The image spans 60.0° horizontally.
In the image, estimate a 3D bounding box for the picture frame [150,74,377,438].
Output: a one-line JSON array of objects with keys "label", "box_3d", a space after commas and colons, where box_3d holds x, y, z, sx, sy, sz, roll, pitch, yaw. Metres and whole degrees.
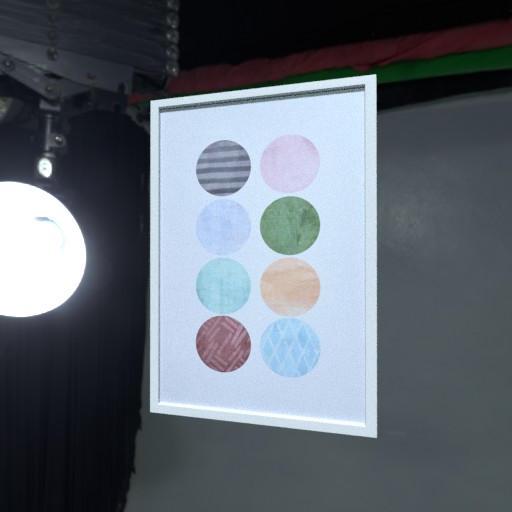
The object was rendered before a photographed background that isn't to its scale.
[{"label": "picture frame", "box_3d": [0.000, 0.000, 0.580, 0.305, 0.434, 0.013, 0, 0, 17]}]
